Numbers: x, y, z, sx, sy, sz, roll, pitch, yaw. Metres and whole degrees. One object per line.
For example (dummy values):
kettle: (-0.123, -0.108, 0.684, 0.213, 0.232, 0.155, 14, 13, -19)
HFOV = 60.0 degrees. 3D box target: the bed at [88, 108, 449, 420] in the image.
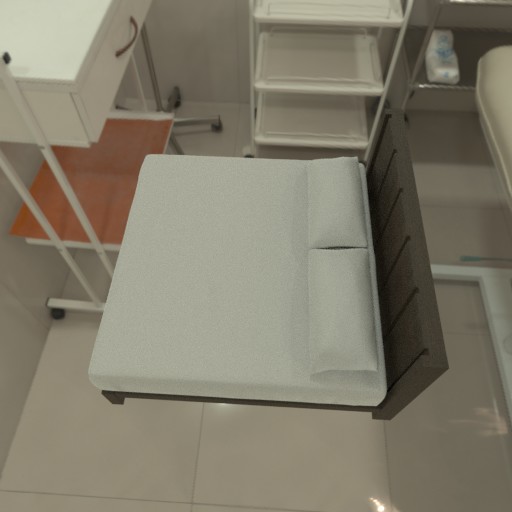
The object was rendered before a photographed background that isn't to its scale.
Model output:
bed: (0.000, 0.000, 3.557, 2.238, 1.261, 2.143, 3, 58, 2)
